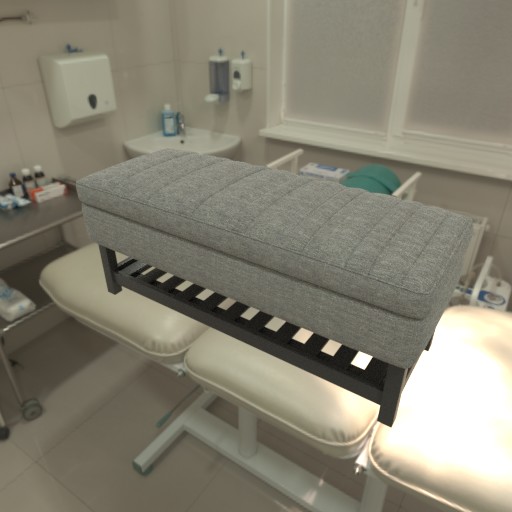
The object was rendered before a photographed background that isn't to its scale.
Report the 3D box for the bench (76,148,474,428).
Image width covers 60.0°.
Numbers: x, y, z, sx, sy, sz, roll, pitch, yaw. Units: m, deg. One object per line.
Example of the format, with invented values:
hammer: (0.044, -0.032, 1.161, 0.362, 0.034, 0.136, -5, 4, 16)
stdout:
bench: (0.000, 0.000, 1.347, 1.100, 0.470, 0.429, 19, 36, 29)
